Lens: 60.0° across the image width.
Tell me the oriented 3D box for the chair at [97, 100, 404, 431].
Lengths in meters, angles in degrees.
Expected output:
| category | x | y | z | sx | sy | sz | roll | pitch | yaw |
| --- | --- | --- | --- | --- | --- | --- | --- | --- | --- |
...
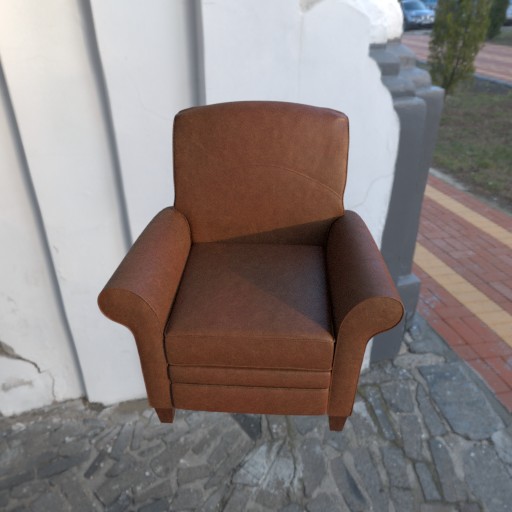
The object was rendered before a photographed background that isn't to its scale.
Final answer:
| category | x | y | z | sx | sy | sz | roll | pitch | yaw |
| --- | --- | --- | --- | --- | --- | --- | --- | --- | --- |
| chair | 0.000 | 0.000 | 1.810 | 0.978 | 1.061 | 0.902 | 2 | 30 | 3 |
